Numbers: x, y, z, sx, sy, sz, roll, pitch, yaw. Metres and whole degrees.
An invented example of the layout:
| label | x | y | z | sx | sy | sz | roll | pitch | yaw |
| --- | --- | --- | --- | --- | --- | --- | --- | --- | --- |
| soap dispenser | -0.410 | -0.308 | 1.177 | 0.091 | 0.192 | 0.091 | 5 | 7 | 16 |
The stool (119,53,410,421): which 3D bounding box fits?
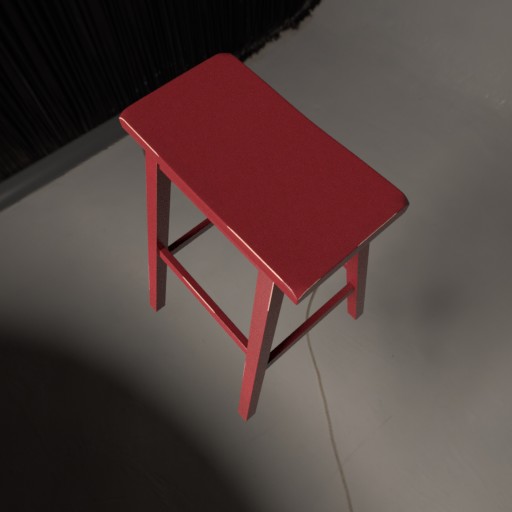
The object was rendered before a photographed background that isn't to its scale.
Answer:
| label | x | y | z | sx | sy | sz | roll | pitch | yaw |
| --- | --- | --- | --- | --- | --- | --- | --- | --- | --- |
| stool | 0.000 | 0.000 | 1.041 | 0.476 | 0.737 | 0.457 | -38 | 70 | -17 |
